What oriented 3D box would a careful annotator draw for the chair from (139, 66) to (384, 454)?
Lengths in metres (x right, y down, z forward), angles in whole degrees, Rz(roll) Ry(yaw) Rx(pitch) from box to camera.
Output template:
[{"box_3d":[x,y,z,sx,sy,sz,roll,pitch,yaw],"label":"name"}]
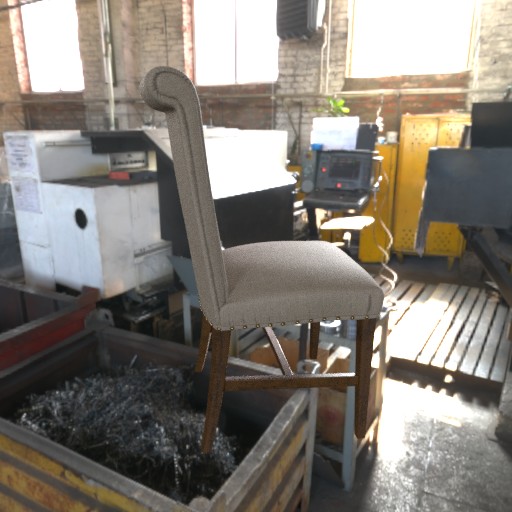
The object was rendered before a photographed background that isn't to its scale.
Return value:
[{"box_3d":[0.000,0.000,1.327,0.608,0.988,0.513,-3,16,-10],"label":"chair"}]
